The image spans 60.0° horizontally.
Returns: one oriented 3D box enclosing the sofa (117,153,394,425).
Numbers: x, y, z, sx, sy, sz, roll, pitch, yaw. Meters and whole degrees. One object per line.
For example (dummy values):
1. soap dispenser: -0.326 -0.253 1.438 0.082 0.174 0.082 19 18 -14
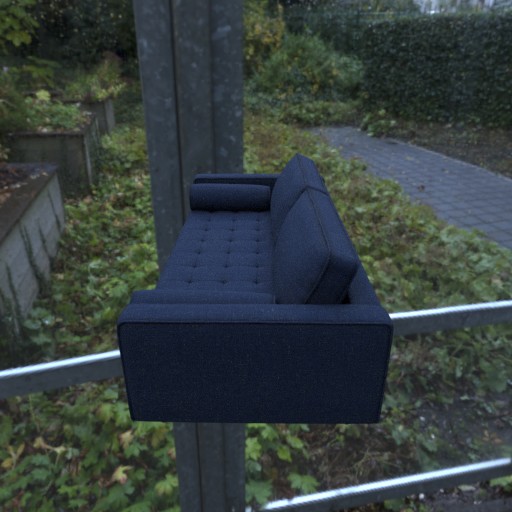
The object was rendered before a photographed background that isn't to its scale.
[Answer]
1. sofa: 0.000 0.000 2.323 0.914 0.762 1.880 0 25 1
